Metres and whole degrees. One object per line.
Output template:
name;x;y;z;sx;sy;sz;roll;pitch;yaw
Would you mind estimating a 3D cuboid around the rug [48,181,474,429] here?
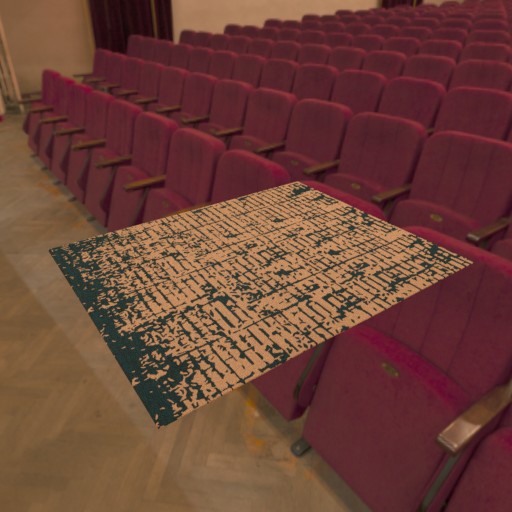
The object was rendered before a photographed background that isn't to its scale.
rug;0.000;0.000;4.013;3.017;0.014;2.416;-20;36;-30
